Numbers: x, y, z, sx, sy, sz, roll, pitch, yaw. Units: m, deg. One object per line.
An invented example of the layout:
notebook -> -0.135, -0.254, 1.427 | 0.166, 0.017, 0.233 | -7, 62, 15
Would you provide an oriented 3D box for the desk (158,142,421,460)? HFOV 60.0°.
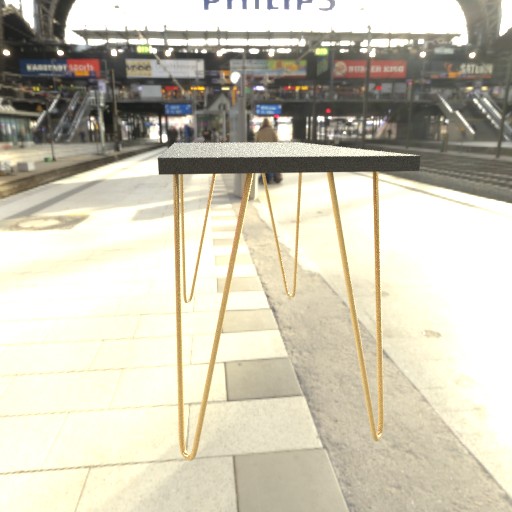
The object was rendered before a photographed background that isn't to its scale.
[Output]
desk -> 0.000, 0.000, 1.383 | 0.499, 0.660, 0.991 | -2, 16, -8
